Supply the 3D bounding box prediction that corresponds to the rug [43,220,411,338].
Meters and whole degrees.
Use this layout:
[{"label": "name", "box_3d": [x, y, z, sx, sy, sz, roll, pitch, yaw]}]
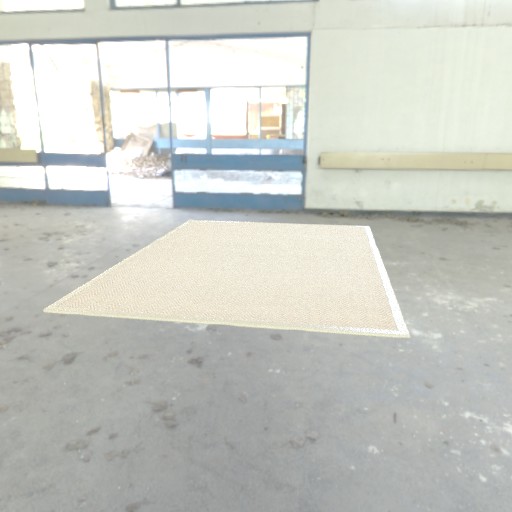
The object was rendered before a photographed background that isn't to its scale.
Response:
[{"label": "rug", "box_3d": [0.000, 0.000, 4.933, 2.734, 0.037, 3.659, 3, 16, 9]}]
